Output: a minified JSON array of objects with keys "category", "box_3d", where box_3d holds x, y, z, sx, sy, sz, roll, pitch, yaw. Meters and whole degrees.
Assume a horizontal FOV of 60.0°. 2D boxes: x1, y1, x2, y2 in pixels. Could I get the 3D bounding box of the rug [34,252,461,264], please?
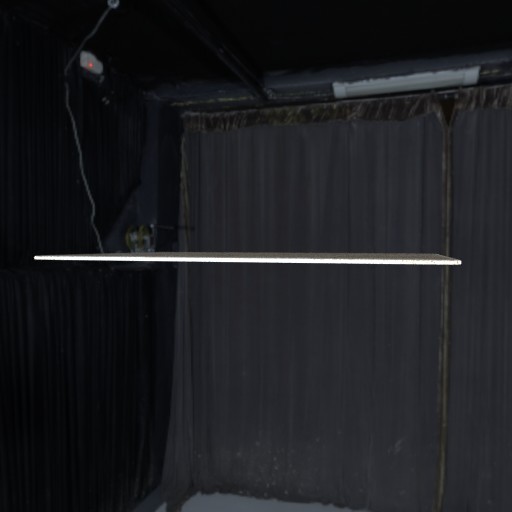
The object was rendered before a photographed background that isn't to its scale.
[{"category":"rug","box_3d":[0.000,0.000,3.114,2.469,0.024,1.539,0,1,18]}]
